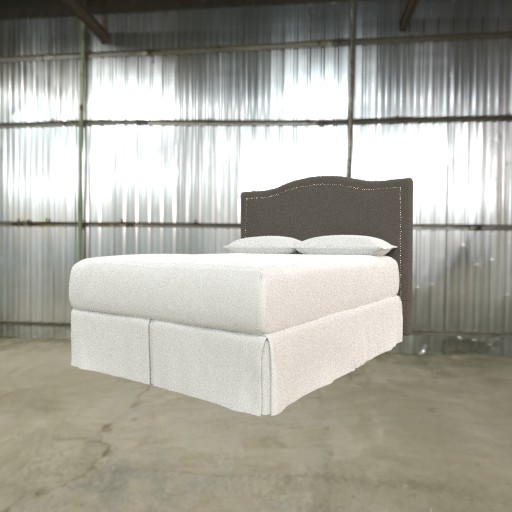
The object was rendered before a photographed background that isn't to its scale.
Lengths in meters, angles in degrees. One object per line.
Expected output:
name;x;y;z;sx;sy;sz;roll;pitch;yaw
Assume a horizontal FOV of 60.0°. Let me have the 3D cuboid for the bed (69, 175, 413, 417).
bed;0.000;0.000;3.194;1.666;1.387;2.036;1;2;35
